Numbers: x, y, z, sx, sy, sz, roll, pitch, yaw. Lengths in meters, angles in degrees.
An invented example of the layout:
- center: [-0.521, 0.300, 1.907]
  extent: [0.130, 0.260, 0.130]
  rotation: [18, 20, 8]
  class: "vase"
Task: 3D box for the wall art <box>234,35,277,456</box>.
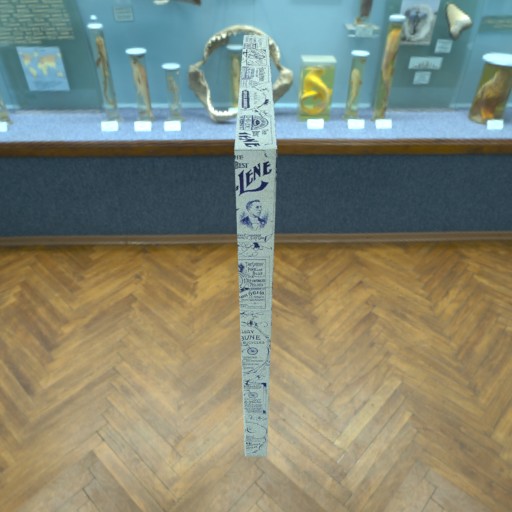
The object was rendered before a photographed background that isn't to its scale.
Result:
- center: [0.000, 0.000, 0.476]
  extent: [0.025, 0.376, 0.255]
  rotation: [0, 40, 0]
  class: "wall art"
